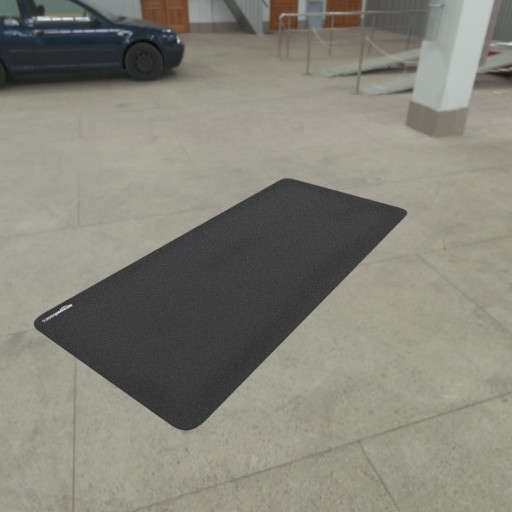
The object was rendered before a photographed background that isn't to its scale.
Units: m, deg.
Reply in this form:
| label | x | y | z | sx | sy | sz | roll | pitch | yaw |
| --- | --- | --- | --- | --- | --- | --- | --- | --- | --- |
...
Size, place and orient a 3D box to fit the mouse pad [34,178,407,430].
| label | x | y | z | sx | sy | sz | roll | pitch | yaw |
| --- | --- | --- | --- | --- | --- | --- | --- | --- | --- |
| mouse pad | 0.000 | 0.000 | 1.054 | 0.424 | 0.003 | 0.907 | 21 | 38 | 30 |
